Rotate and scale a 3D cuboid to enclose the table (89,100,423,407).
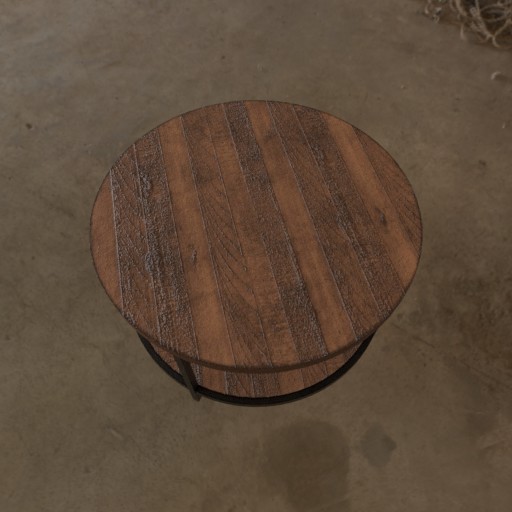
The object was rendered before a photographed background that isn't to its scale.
[{"bbox_3d":[0.000,0.000,1.330,0.837,0.462,0.837,0,58,0],"label":"table"}]
